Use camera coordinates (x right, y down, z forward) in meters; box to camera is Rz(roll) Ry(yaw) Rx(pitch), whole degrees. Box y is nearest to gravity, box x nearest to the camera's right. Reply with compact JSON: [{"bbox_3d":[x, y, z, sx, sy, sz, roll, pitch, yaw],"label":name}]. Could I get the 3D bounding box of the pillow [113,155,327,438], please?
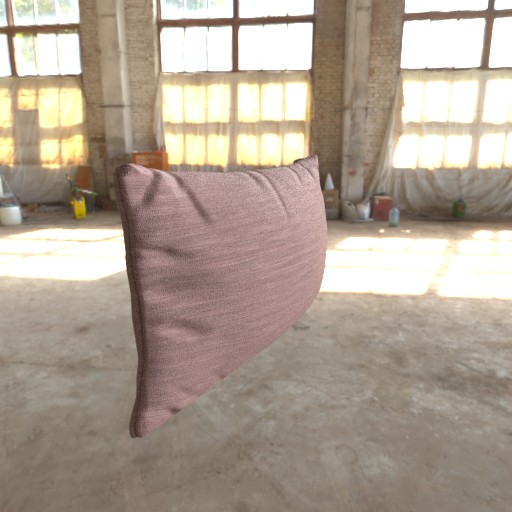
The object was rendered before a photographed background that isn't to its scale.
[{"bbox_3d":[0.000,0.000,0.781,0.210,0.338,0.633,7,15,26],"label":"pillow"}]
